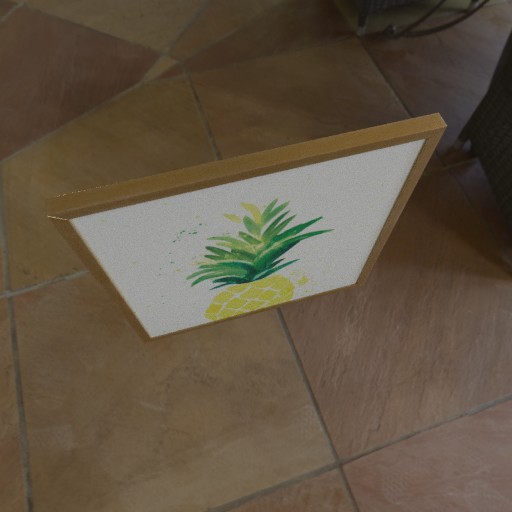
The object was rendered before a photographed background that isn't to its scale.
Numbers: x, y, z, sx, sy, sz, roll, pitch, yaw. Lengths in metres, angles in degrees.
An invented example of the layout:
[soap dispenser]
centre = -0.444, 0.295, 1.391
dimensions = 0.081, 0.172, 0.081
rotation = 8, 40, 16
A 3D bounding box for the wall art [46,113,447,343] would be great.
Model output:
[wall art]
centre = 0.000, 0.000, 1.158
dimensions = 0.762, 0.760, 0.037
rotation = -14, 63, -7
